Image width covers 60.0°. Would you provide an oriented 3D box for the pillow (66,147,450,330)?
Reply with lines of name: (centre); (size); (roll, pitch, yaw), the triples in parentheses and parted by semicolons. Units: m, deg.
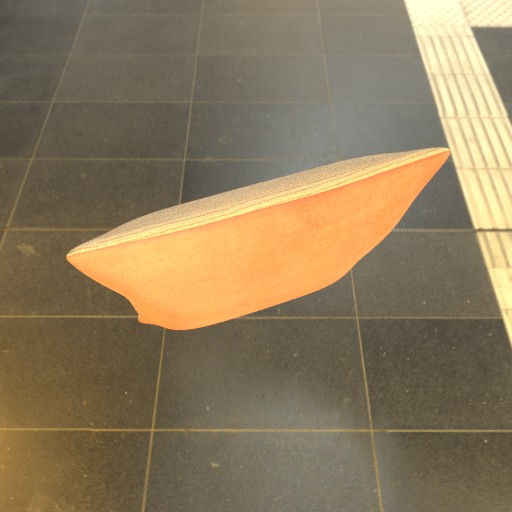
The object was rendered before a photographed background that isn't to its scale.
pillow: (0.000, 0.000, 0.655); (0.424, 0.401, 0.177); (-17, 60, -10)
